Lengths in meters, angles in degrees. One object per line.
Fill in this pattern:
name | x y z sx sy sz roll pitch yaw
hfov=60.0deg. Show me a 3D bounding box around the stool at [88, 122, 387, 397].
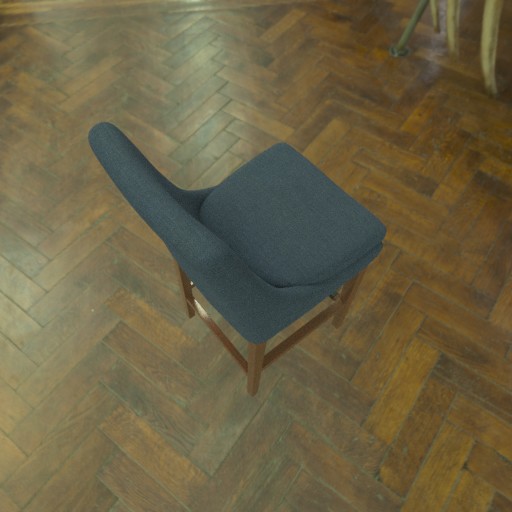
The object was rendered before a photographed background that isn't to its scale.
stool | 0.000 0.000 1.288 0.577 0.981 0.470 -34 64 -20
